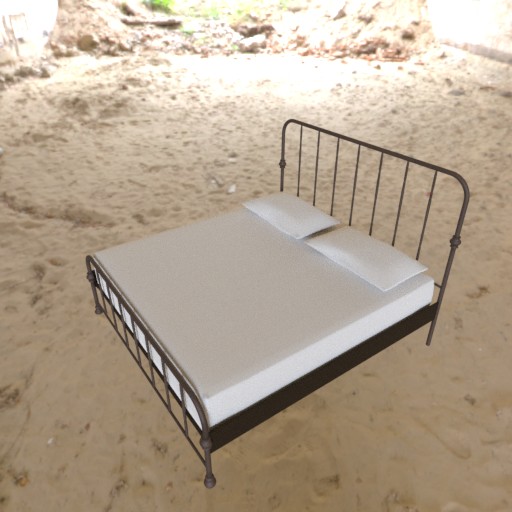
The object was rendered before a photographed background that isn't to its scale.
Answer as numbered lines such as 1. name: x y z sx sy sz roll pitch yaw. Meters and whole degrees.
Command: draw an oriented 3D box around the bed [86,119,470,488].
1. bed: 0.000 0.000 3.434 2.134 1.446 2.044 -20 37 -30
